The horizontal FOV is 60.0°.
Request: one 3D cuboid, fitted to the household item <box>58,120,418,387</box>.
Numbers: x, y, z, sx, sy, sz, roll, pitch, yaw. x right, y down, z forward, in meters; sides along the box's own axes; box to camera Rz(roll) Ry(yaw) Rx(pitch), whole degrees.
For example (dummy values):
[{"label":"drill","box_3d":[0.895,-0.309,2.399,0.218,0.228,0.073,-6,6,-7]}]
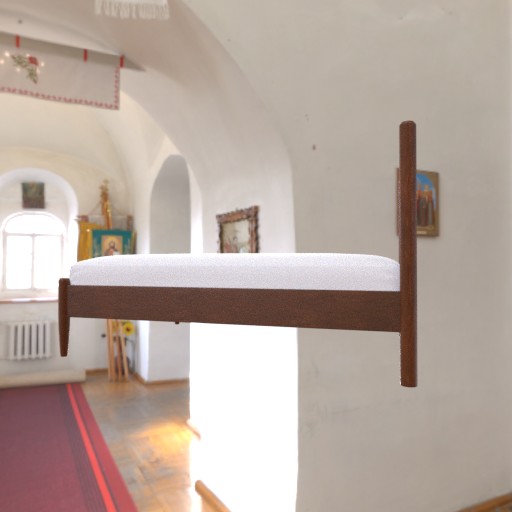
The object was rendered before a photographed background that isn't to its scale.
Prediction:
[{"label":"household item","box_3d":[0.000,0.000,3.360,2.232,1.356,1.663,0,-1,18]}]
